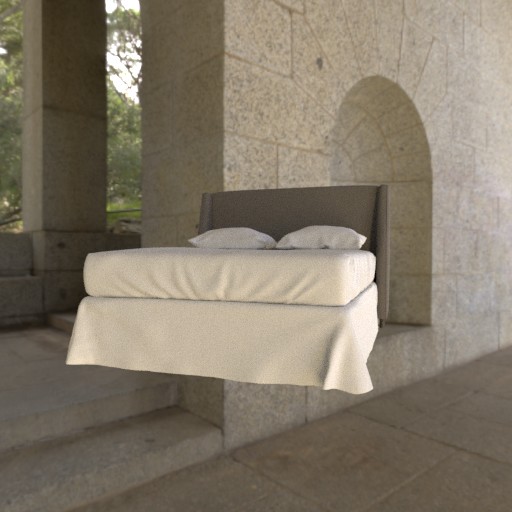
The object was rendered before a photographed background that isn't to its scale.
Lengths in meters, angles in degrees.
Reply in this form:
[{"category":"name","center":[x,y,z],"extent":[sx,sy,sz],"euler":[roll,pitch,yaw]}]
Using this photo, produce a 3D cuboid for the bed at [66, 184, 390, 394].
[{"category":"bed","center":[0.000,0.000,3.457],"extent":[1.925,1.332,2.276],"euler":[0,1,19]}]
